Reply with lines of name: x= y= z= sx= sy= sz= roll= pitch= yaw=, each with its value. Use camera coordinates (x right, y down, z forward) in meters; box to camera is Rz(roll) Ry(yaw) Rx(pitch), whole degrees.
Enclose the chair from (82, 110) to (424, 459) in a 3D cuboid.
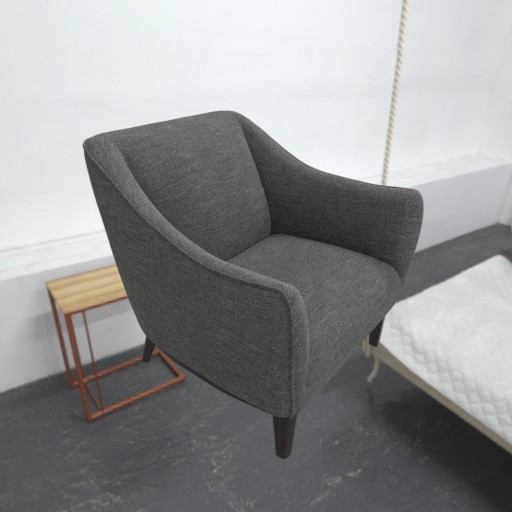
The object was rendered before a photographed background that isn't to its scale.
chair: x=0.000 y=0.000 z=1.525 sx=0.851 sy=0.829 sz=0.870 roll=19 pitch=33 yaw=33
